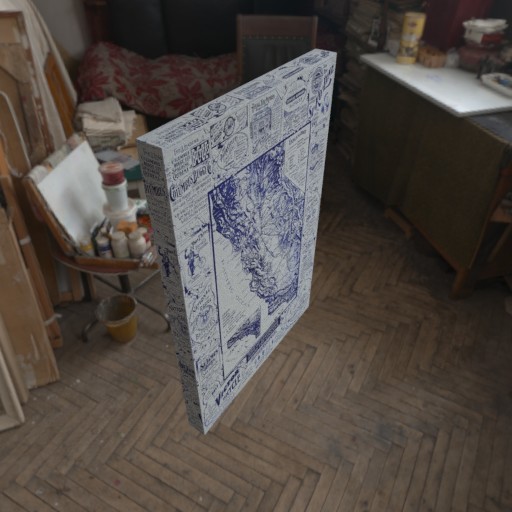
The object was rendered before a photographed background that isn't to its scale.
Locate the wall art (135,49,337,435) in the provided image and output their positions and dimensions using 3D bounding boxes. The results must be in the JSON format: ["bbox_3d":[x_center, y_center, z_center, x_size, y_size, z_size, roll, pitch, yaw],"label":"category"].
[{"bbox_3d":[0.000,0.000,0.497,0.025,0.376,0.255,24,46,25],"label":"wall art"}]
